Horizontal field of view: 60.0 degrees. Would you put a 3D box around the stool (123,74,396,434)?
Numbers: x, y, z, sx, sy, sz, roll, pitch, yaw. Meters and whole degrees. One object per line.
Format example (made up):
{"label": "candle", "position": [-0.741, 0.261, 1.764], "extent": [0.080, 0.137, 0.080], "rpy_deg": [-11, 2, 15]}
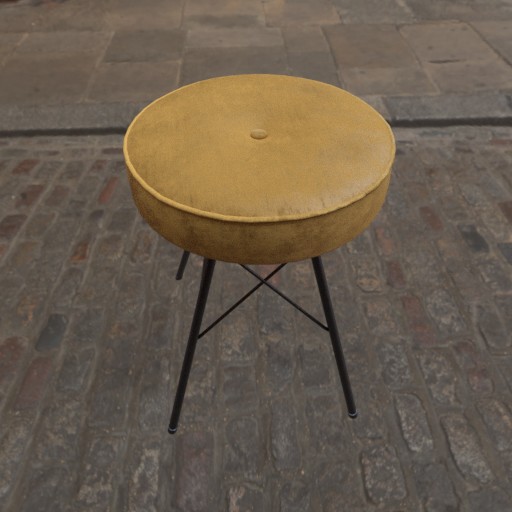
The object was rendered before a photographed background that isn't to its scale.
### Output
{"label": "stool", "position": [0.000, 0.000, 0.905], "extent": [0.438, 0.595, 0.472], "rpy_deg": [-2, 46, -2]}
